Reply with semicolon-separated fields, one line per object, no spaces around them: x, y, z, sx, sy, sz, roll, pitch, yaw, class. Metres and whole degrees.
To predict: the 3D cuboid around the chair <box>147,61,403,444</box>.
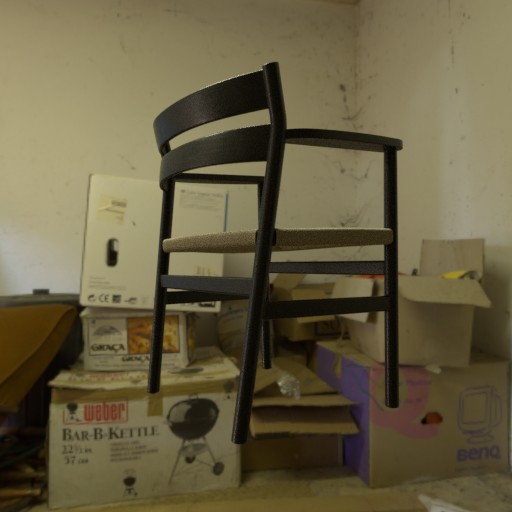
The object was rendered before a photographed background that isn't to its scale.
0.000;0.000;1.202;0.508;0.775;0.630;1;-2;-36;chair
